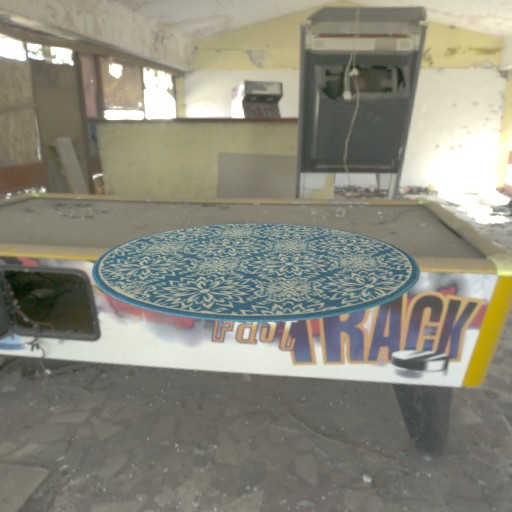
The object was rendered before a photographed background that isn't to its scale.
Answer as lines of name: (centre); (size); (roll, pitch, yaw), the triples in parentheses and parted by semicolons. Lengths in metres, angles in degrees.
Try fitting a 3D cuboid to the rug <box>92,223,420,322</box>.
rug: (0.000, 0.000, 2.283); (1.593, 0.012, 1.593); (0, 16, 0)
